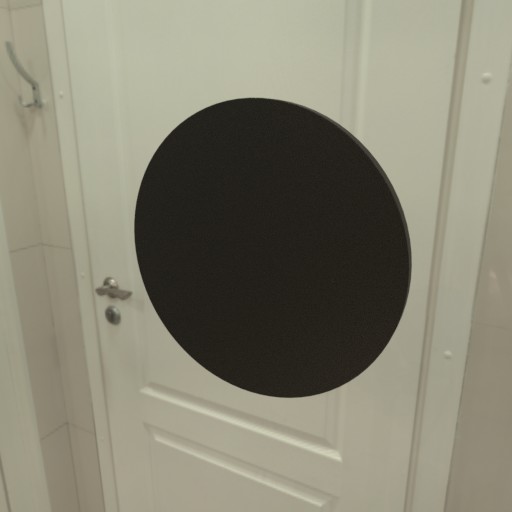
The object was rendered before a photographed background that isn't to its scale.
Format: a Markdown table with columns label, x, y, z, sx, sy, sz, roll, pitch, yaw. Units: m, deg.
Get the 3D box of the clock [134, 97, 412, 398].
| label | x | y | z | sx | sy | sz | roll | pitch | yaw |
| --- | --- | --- | --- | --- | --- | --- | --- | --- | --- |
| clock | 0.000 | 0.000 | 0.676 | 0.454 | 0.454 | 0.038 | 9 | 18 | 27 |
